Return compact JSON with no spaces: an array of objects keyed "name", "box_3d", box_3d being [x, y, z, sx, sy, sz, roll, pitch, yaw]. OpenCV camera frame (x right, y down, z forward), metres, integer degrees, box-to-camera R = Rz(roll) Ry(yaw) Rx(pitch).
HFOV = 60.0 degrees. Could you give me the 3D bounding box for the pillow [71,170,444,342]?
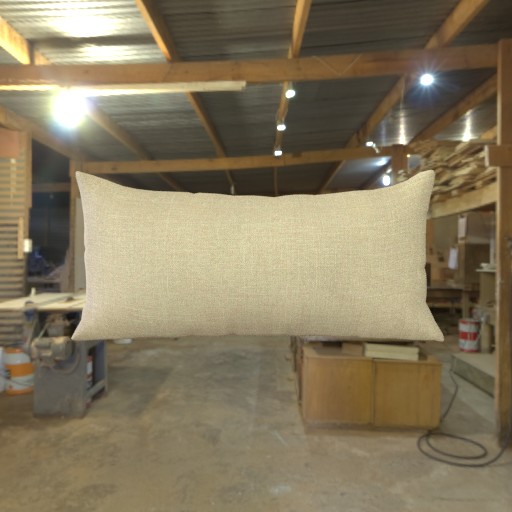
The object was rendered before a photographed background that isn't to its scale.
[{"name":"pillow","box_3d":[0.000,0.000,0.752,0.631,0.290,0.148,0,0,1]}]
